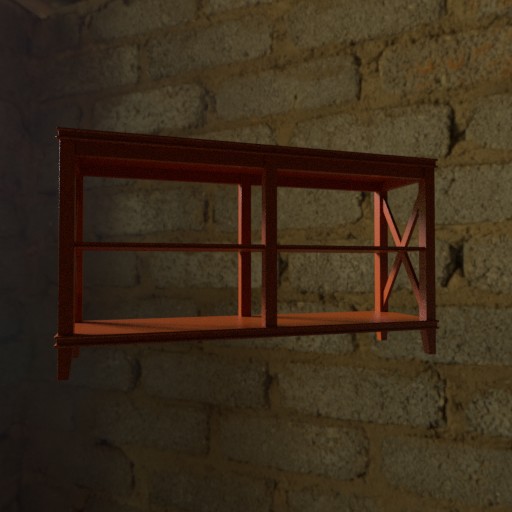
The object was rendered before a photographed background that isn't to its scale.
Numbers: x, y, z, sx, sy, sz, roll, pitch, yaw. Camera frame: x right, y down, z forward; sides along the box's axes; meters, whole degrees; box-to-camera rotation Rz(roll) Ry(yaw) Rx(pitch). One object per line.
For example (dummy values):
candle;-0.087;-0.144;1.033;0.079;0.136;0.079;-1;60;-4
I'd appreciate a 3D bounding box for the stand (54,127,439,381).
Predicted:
stand;0.000;0.000;1.704;1.372;0.762;0.381;0;-1;-17
